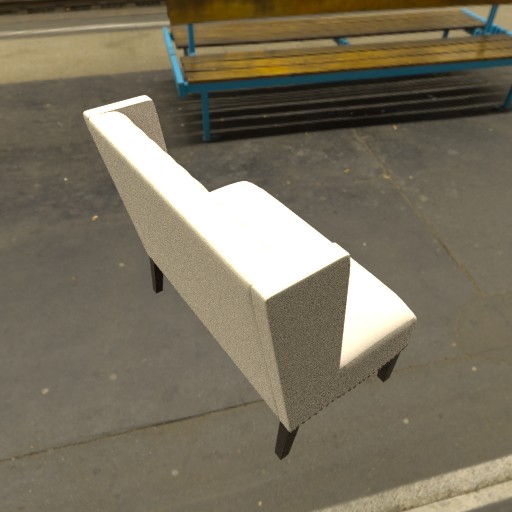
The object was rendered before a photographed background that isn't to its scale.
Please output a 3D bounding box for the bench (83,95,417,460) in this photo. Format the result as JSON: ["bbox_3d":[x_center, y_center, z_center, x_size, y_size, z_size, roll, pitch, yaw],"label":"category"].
[{"bbox_3d":[0.000,0.000,1.991,0.847,1.123,1.280,-26,49,-25],"label":"bench"}]
